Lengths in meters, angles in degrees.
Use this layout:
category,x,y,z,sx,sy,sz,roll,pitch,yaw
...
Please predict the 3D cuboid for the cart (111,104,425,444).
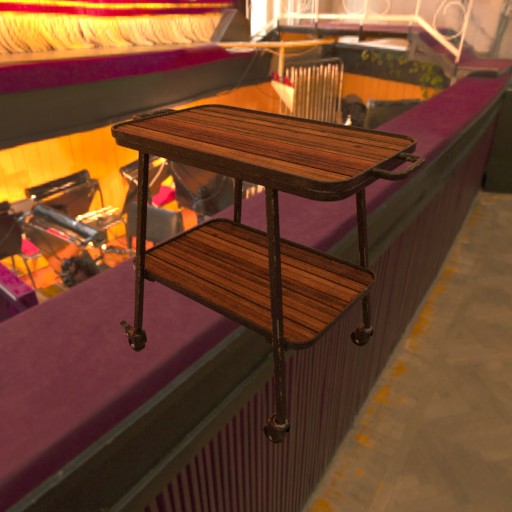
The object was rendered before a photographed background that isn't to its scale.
category,x,y,z,sx,sy,sz,roll,pitch,yaw
cart,0.000,0.000,1.262,0.806,0.700,0.515,21,36,33
